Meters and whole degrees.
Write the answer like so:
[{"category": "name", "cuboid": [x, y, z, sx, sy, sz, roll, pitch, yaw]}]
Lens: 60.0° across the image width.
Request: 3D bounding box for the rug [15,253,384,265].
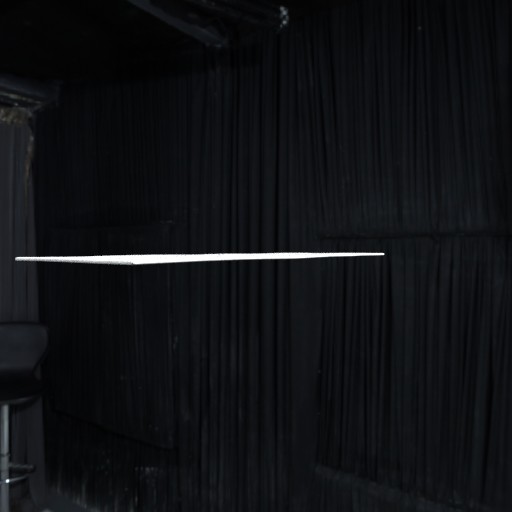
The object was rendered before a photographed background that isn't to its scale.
[{"category": "rug", "cuboid": [0.000, 0.000, 2.334, 0.645, 0.015, 2.182, 1, 1, 35]}]
